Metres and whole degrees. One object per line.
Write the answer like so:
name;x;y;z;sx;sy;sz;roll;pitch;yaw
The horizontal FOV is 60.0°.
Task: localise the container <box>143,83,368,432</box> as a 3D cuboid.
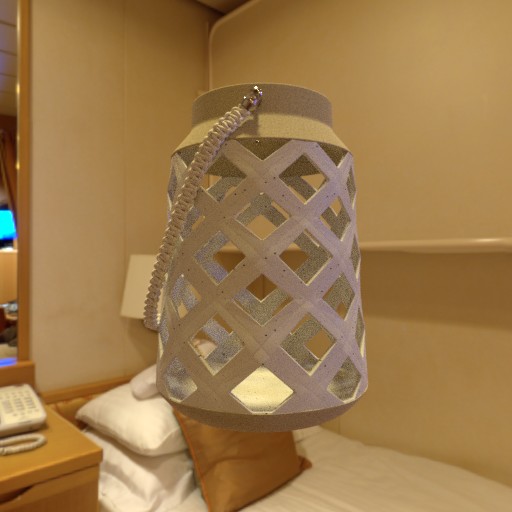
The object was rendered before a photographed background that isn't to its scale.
container;0.000;0.000;0.399;0.198;0.264;0.188;0;0;0
